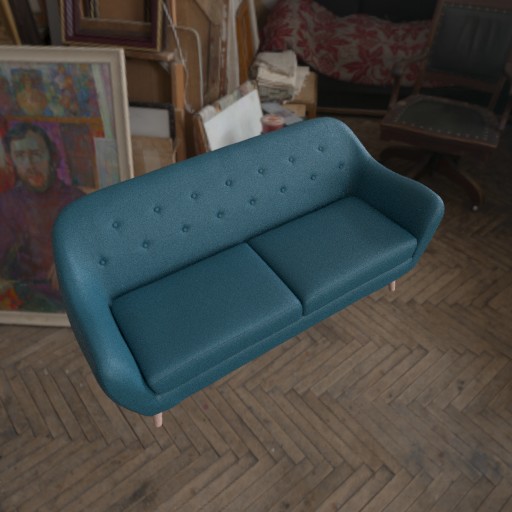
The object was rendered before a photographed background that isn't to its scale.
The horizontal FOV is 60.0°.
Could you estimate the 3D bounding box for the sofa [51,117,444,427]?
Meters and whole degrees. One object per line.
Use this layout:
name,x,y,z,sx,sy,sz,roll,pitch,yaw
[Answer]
sofa,0.000,0.000,2.261,1.840,0.836,0.820,-25,50,-23
